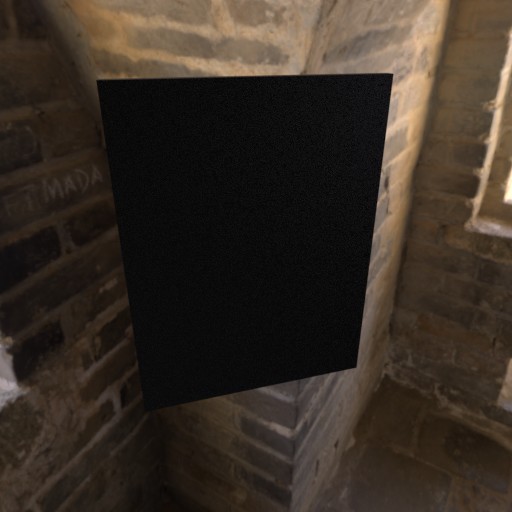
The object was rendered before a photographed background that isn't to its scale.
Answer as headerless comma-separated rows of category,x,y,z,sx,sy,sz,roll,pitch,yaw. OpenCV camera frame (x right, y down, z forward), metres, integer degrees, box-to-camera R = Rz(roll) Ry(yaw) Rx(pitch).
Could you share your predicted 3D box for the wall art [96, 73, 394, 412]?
wall art,0.000,0.000,1.409,0.806,1.062,0.038,-7,27,-15
